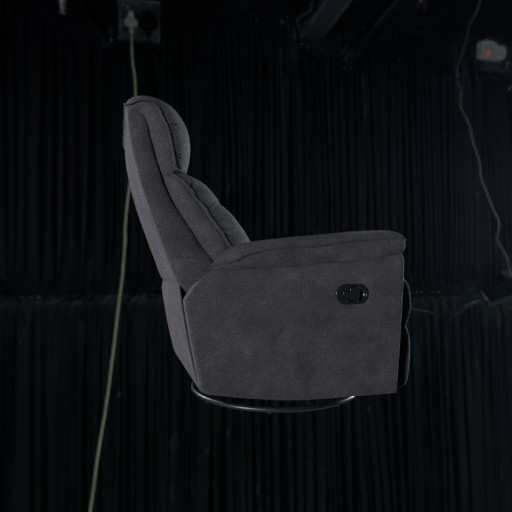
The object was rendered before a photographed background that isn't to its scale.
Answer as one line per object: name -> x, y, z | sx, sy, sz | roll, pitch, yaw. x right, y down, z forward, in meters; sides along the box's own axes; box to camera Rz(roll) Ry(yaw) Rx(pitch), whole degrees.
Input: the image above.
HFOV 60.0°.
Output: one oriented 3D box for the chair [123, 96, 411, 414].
chair -> 0.000, 0.000, 1.745 | 1.009, 1.035, 0.830 | 0, -1, -17
